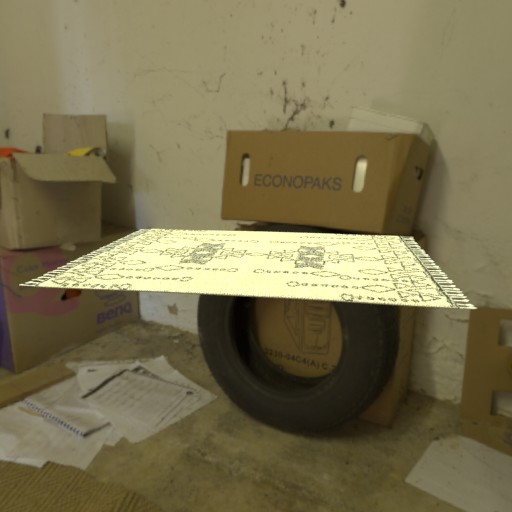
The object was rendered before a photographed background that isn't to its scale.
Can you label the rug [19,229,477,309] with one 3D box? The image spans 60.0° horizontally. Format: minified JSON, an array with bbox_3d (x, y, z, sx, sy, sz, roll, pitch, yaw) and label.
[{"bbox_3d":[0.000,0.000,3.877,3.027,0.028,2.125,2,14,8],"label":"rug"}]
